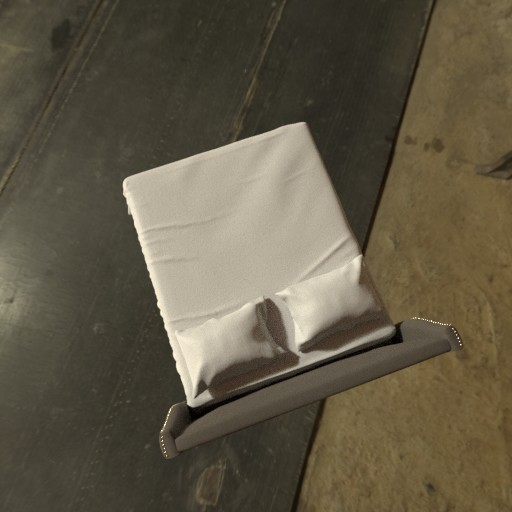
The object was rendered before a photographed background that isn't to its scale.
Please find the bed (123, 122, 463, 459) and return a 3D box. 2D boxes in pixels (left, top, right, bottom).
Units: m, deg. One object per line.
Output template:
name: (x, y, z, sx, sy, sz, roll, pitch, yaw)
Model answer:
bed: (0.000, 0.000, 3.503, 1.925, 1.332, 2.276, -19, 76, -5)
